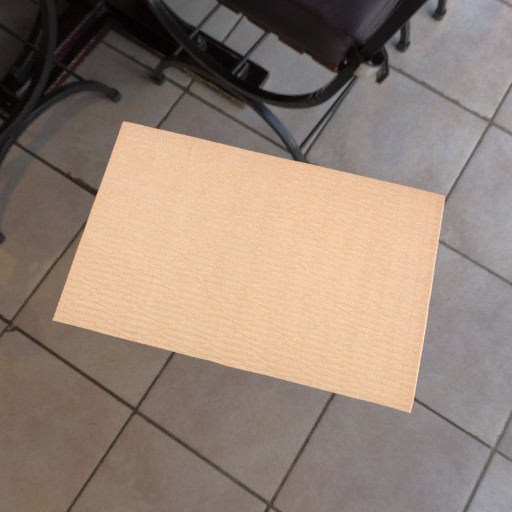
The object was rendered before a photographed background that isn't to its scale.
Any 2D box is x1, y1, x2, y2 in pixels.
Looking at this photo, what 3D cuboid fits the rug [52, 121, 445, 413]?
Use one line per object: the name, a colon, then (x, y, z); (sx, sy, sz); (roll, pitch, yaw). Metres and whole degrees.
rug: (0.000, 0.000, 3.076); (2.441, 0.014, 1.531); (14, 77, 3)
